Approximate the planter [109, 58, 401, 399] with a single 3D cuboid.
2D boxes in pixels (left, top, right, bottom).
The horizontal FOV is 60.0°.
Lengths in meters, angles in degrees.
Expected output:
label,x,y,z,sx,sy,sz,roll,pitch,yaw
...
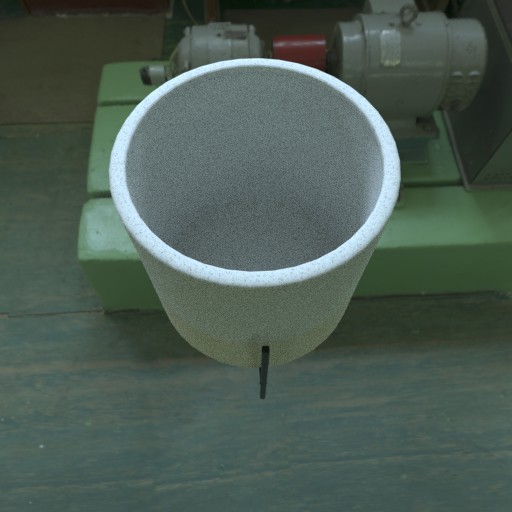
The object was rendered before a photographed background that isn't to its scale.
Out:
label,x,y,z,sx,sy,sz,roll,pitch,yaw
planter,0.000,0.000,0.653,0.313,0.423,0.335,-4,62,-2
